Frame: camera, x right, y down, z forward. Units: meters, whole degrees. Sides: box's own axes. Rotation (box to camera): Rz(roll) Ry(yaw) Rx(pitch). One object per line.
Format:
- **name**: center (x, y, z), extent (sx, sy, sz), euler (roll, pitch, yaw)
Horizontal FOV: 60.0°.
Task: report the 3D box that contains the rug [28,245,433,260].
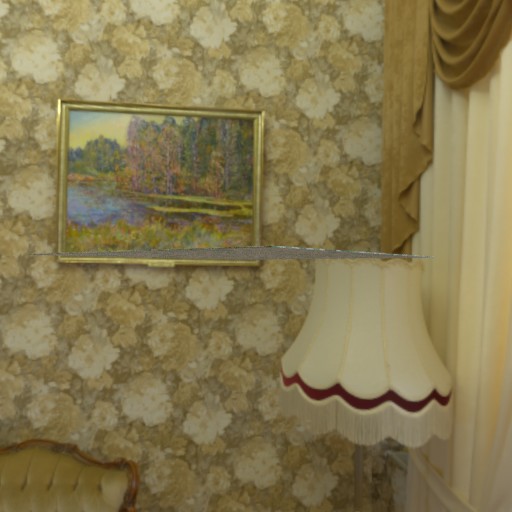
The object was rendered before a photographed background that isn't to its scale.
- **rug**: center (0.000, 0.000, 4.159), extent (2.436, 0.007, 3.045), euler (-1, -2, 36)
